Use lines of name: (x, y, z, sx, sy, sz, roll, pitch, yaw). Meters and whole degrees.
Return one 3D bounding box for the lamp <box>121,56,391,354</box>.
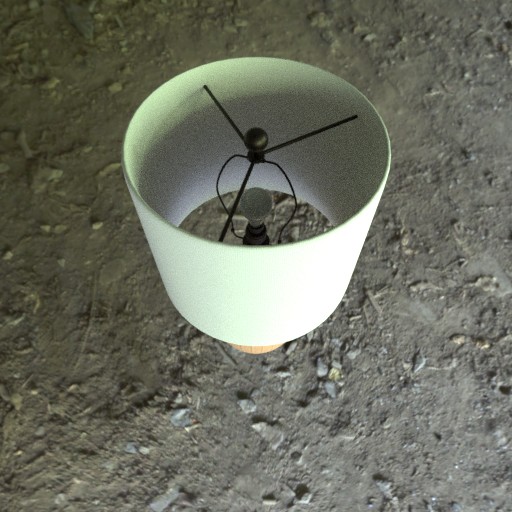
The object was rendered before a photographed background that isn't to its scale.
lamp: (0.000, 0.000, 0.774, 0.329, 0.570, 0.329, 0, 58, 0)
